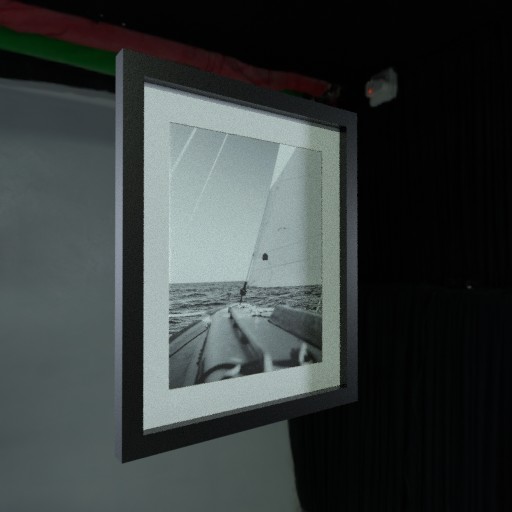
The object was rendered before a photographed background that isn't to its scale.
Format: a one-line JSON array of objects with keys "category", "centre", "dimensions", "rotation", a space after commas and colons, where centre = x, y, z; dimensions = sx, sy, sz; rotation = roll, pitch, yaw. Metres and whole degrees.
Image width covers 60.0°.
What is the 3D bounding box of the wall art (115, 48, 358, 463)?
[{"category": "wall art", "centre": [0.000, 0.000, 0.741], "dimensions": [0.461, 0.558, 0.031], "rotation": [0, -1, -35]}]
